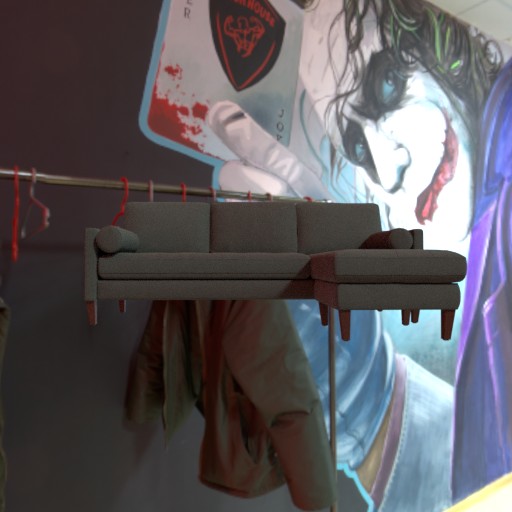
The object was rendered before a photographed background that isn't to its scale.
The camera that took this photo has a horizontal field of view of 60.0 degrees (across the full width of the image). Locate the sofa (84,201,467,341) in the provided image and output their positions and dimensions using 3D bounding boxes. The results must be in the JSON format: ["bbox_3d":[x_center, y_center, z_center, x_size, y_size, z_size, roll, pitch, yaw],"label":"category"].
[{"bbox_3d":[0.000,0.000,2.881,2.178,0.876,1.506,0,-1,-2],"label":"sofa"}]
